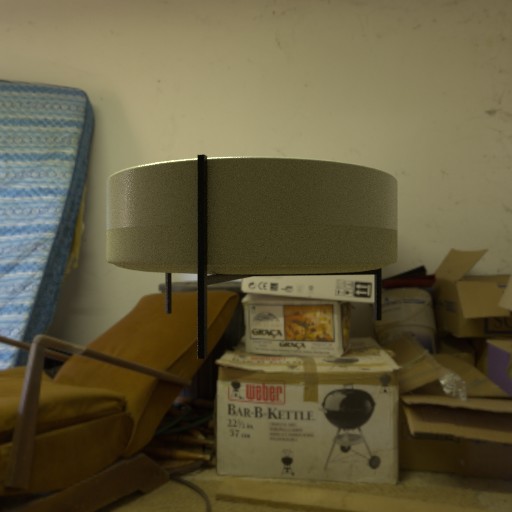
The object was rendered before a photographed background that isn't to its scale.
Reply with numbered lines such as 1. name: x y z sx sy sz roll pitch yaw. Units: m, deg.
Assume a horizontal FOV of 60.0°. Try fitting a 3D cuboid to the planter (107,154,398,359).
1. planter: 0.000 0.000 0.539 0.345 0.171 0.336 0 0 -16
